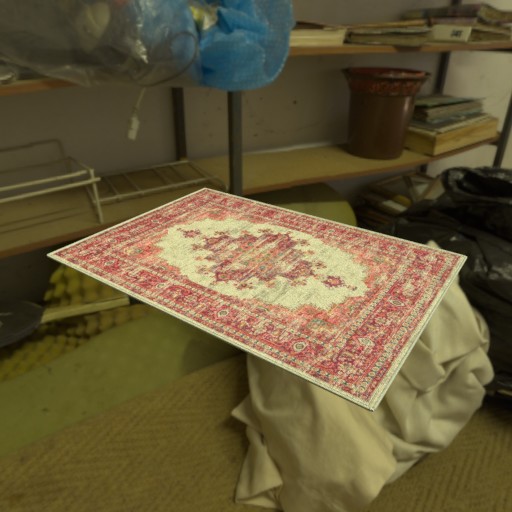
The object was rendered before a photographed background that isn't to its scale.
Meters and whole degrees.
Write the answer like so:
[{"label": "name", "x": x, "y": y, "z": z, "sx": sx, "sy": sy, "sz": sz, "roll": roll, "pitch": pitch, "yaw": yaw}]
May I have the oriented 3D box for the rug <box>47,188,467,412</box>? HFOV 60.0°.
[{"label": "rug", "x": 0.000, "y": 0.000, "z": 2.238, "sx": 1.747, "sy": 0.011, "sz": 1.217, "roll": 19, "pitch": 34, "yaw": 31}]
